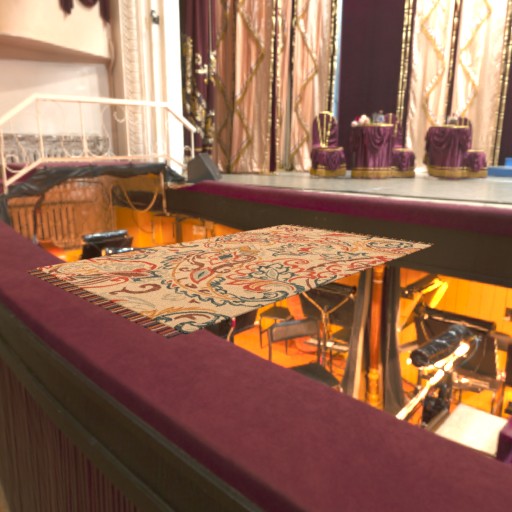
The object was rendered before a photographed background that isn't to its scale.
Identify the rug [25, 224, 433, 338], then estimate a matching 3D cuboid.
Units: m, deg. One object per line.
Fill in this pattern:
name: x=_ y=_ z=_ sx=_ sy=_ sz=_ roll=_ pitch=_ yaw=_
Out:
rug: x=0.000 y=0.000 z=3.155 sx=1.523 sy=0.010 sz=2.584 roll=12 pitch=17 yaw=42
